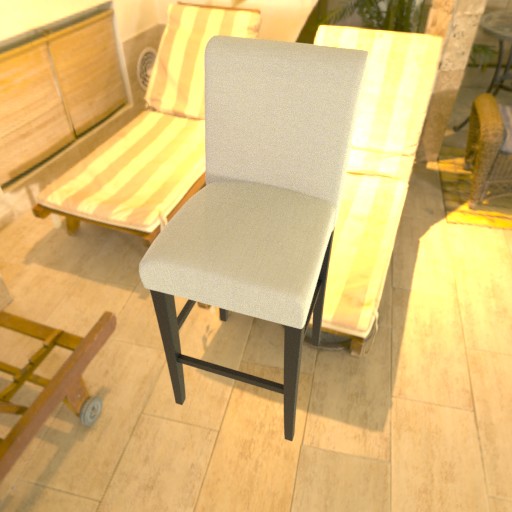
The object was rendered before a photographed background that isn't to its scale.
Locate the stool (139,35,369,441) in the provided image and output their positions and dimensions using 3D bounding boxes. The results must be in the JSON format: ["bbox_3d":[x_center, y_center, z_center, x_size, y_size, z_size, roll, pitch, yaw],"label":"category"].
[{"bbox_3d":[0.000,0.000,1.398,0.452,1.124,0.597,13,43,14],"label":"stool"}]
